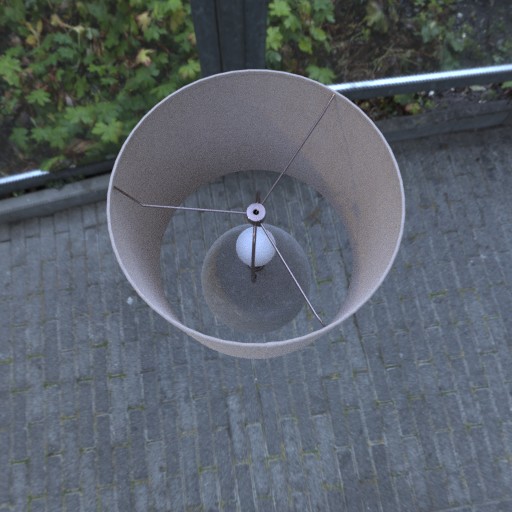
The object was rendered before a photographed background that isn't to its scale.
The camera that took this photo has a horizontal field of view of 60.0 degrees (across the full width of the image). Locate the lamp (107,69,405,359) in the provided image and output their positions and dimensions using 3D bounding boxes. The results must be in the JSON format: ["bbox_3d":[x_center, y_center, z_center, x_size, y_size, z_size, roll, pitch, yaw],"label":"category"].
[{"bbox_3d":[0.000,0.000,0.596,0.269,0.409,0.269,4,75,1],"label":"lamp"}]
